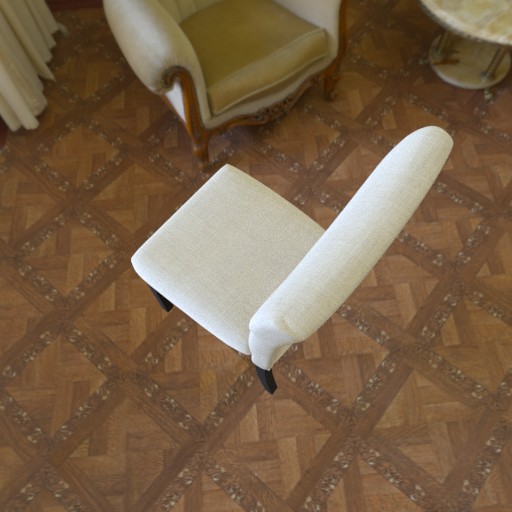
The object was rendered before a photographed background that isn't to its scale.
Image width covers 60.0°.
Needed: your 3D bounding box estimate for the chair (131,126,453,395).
[{"bbox_3d":[0.000,0.000,1.223,0.597,0.921,0.509,35,69,16],"label":"chair"}]
